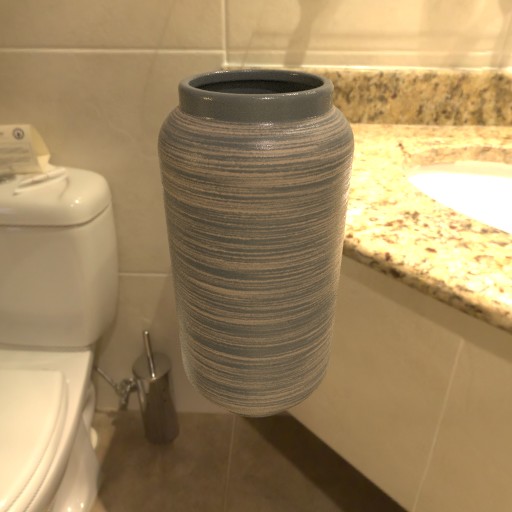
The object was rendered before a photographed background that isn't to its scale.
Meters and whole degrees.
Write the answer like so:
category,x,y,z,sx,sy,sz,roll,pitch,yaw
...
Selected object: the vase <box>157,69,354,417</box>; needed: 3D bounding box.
category,x,y,z,sx,sy,sz,roll,pitch,yaw
vase,0.000,0.000,0.307,0.116,0.230,0.116,0,31,0
